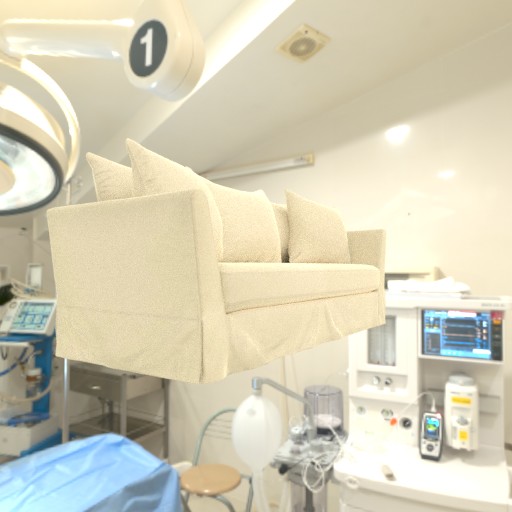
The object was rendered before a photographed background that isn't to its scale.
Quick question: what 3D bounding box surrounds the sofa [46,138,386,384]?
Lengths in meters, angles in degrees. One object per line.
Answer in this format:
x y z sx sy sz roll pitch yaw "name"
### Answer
0.000 0.000 2.859 1.031 1.034 2.290 -1 -2 34 "sofa"
